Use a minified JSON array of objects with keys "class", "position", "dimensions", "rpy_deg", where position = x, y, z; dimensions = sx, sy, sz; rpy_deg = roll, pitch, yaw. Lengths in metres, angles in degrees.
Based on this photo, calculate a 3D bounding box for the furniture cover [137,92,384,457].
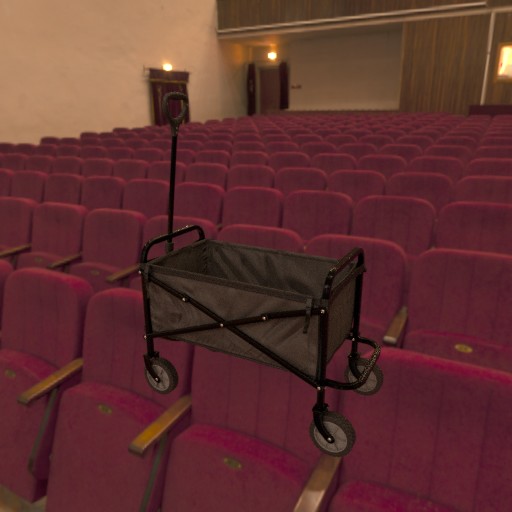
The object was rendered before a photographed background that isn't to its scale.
[{"class":"furniture cover","position":[0.000,0.000,1.841],"dimensions":[1.038,1.295,0.532],"rpy_deg":[9,20,27]}]
